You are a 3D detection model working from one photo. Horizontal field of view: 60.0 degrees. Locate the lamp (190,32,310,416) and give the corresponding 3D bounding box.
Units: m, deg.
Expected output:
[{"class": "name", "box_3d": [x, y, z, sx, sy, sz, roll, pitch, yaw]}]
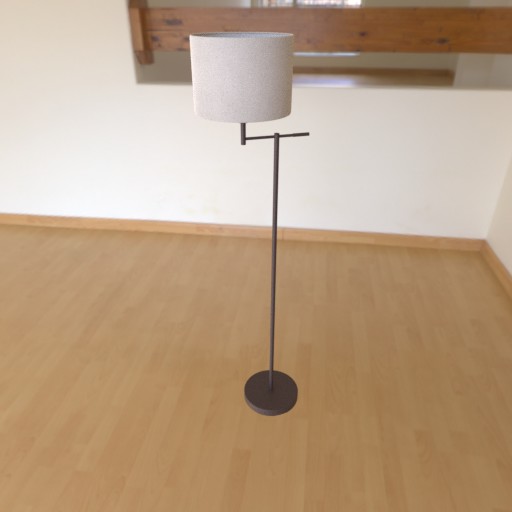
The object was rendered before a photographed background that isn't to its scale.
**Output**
[{"class": "lamp", "box_3d": [0.000, 0.000, 1.785, 0.416, 1.600, 0.324, -9, 31, -15]}]
